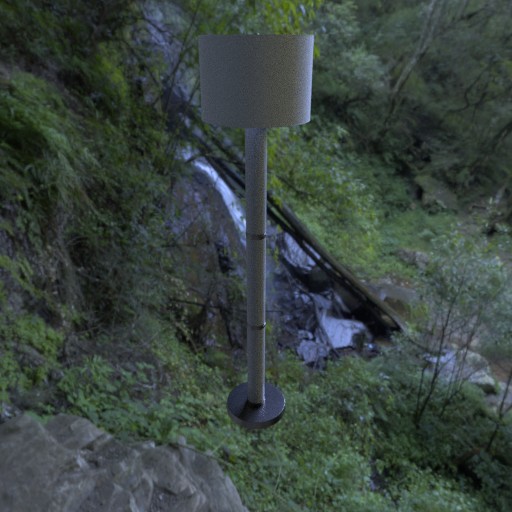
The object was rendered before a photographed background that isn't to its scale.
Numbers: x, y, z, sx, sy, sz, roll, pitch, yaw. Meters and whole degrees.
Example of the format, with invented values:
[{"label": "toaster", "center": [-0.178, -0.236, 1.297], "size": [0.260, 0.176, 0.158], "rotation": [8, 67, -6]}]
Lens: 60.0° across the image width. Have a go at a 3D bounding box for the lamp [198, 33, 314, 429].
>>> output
[{"label": "lamp", "center": [0.000, 0.000, 1.781], "size": [0.377, 1.599, 0.377], "rotation": [-8, 27, -16]}]
